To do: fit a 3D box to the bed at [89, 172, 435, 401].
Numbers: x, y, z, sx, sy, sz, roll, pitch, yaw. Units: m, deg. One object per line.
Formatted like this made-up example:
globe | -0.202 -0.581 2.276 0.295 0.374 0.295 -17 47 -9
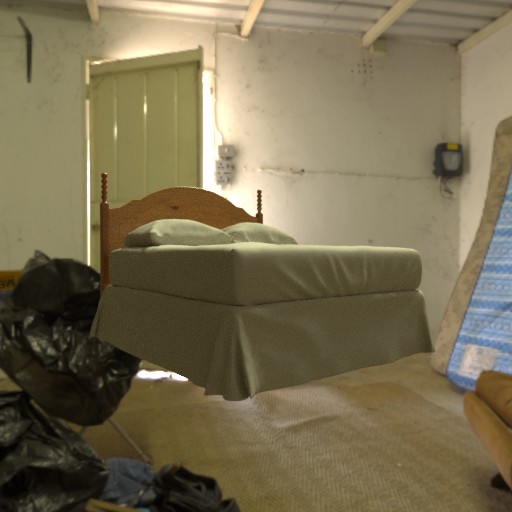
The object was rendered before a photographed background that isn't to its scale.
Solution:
bed | 0.000 0.000 3.324 1.873 1.356 2.040 0 1 -37
